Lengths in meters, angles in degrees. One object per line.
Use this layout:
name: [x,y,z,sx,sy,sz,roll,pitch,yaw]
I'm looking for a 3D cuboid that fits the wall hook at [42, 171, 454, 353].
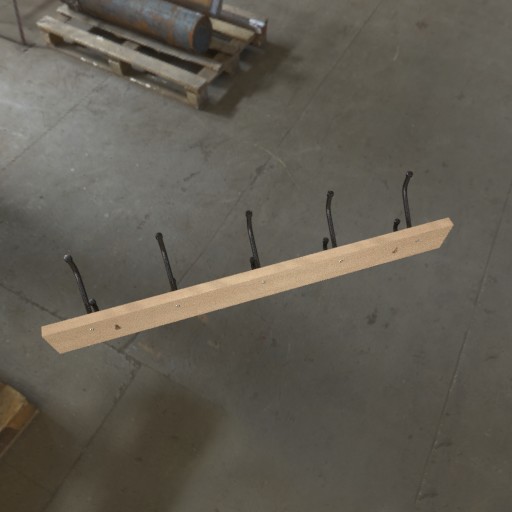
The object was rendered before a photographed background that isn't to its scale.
wall hook: [0.000,0.000,0.608,0.571,0.117,0.071,-15,59,-9]
